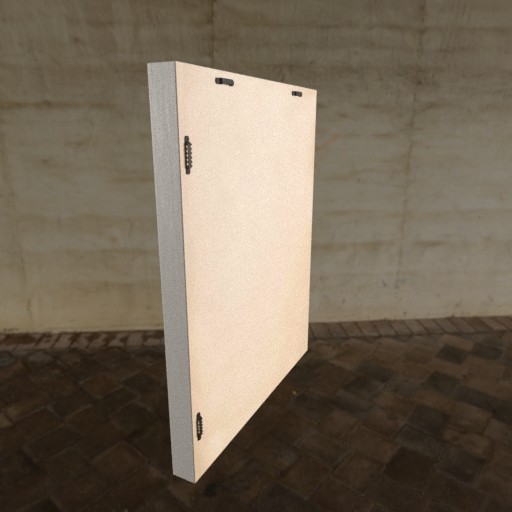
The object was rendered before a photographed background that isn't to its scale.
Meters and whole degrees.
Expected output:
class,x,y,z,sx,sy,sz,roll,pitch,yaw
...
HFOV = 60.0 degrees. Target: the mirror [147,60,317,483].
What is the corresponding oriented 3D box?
class,x,y,z,sx,sy,sz,roll,pitch,yaw
mirror,0.000,0.000,0.685,0.041,0.508,0.405,8,18,26
